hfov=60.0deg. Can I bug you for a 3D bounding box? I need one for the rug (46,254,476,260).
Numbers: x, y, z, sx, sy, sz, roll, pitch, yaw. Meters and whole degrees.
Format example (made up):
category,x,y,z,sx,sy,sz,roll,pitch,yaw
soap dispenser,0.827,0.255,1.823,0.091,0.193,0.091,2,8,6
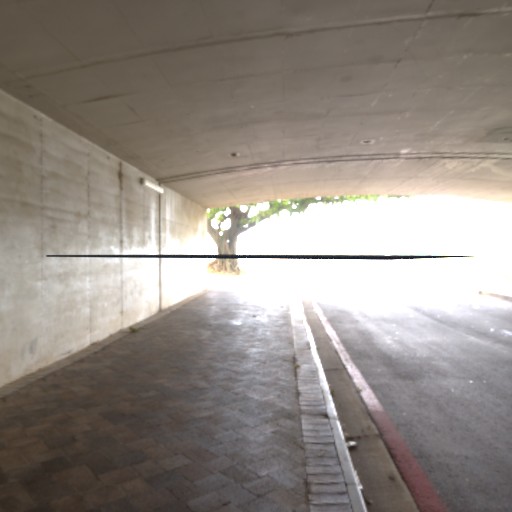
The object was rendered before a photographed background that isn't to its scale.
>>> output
category,x,y,z,sx,sy,sz,roll,pitch,yaw
rug,0.000,0.000,2.258,1.829,0.010,1.219,0,1,36
